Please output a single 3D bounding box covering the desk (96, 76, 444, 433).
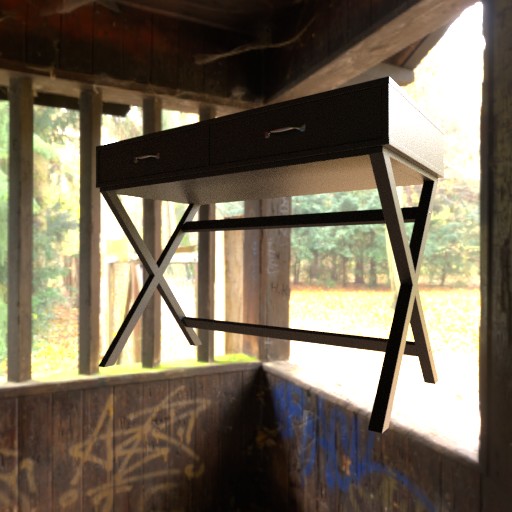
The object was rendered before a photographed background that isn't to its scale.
[{"bbox_3d":[0.000,0.000,1.466,1.057,0.780,0.525,0,0,36],"label":"desk"}]
